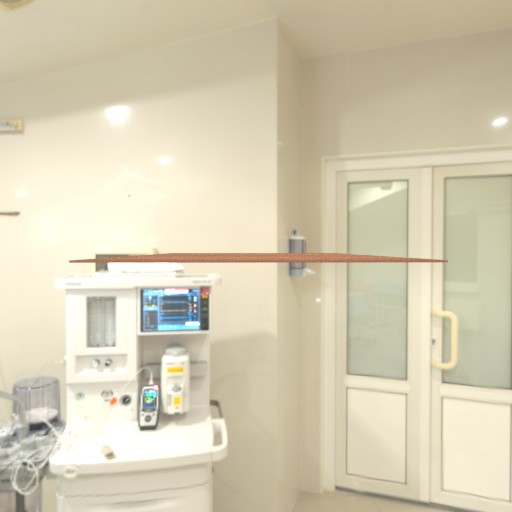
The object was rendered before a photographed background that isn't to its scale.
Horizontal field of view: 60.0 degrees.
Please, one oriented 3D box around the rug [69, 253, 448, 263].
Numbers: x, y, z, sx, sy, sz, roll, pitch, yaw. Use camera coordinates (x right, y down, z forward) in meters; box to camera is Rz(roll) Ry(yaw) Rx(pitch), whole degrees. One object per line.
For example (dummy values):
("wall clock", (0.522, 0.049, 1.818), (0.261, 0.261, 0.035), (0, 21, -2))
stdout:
("rug", (0.000, 0.000, 2.328), (1.217, 0.007, 1.828), (0, 1, -1))
